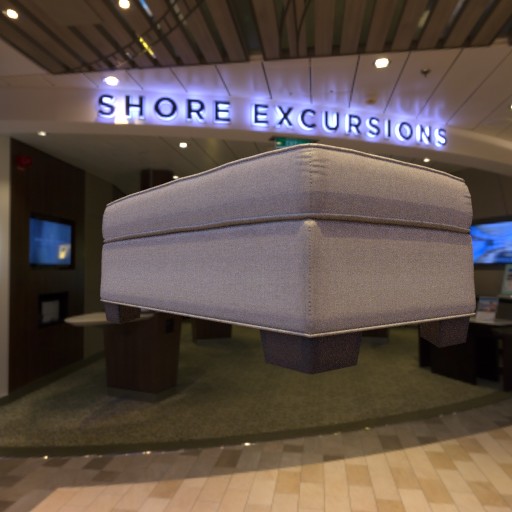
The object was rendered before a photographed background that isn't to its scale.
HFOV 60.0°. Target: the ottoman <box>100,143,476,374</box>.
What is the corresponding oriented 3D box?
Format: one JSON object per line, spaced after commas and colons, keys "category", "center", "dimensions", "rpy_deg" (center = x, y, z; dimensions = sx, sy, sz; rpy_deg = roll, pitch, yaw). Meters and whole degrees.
{"category": "ottoman", "center": [0.000, 0.000, 1.397], "dimensions": [0.617, 0.461, 1.097], "rpy_deg": [1, -2, -38]}
